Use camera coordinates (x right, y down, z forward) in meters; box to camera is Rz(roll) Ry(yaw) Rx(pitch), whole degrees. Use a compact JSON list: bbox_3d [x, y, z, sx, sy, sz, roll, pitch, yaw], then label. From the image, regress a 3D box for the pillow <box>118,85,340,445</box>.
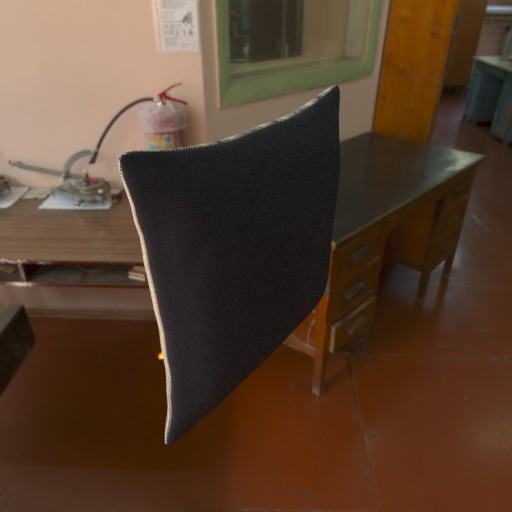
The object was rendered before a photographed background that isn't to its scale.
[{"bbox_3d":[0.000,0.000,0.792,0.166,0.508,0.520,20,36,30],"label":"pillow"}]
